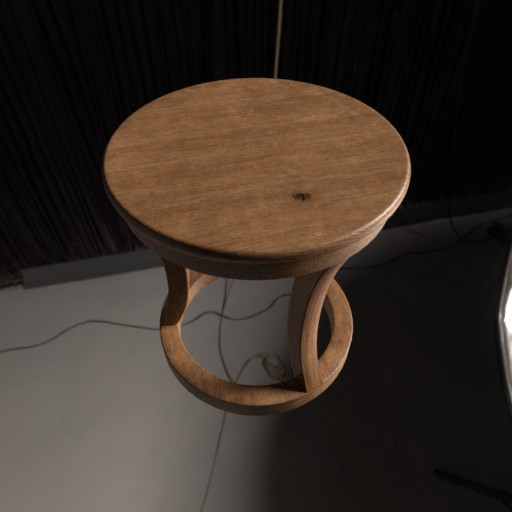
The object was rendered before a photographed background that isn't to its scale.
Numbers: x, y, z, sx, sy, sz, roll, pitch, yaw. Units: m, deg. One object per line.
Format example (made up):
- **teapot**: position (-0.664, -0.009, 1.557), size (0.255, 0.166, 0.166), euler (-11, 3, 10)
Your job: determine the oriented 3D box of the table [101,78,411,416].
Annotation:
- **table**: position (0.000, 0.000, 0.796), size (0.432, 0.460, 0.432), euler (0, 47, 0)
